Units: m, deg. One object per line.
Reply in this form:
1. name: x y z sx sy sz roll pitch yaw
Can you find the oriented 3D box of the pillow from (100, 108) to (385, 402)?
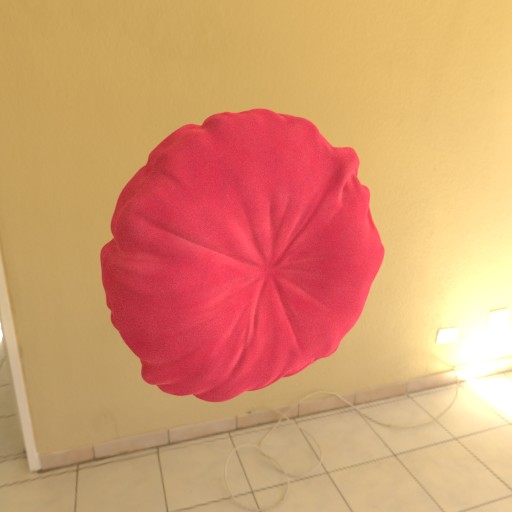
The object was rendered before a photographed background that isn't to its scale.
1. pillow: 0.000 0.000 0.645 0.428 0.407 0.148 -9 19 -27
